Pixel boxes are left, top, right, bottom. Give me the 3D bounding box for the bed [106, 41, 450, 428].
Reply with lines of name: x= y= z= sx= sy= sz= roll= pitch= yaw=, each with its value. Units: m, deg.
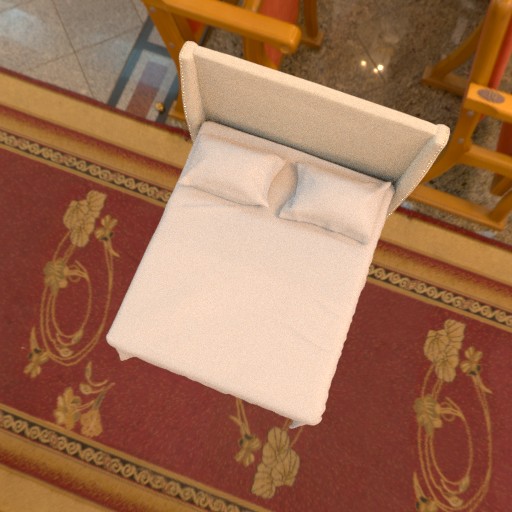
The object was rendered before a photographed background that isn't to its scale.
bed: x=0.000 y=0.000 z=3.382 sx=1.925 sy=1.332 sz=2.276 roll=20 pitch=77 yaw=5
